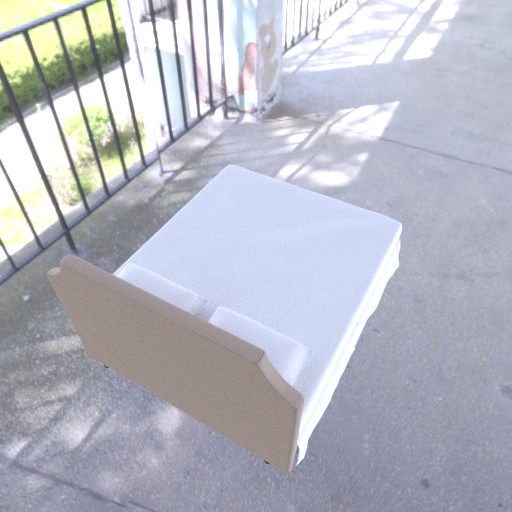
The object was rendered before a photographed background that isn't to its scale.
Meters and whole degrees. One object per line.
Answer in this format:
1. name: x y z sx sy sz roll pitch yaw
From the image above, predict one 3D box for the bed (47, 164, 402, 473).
1. bed: 0.000 0.000 4.249 2.350 1.590 2.773 23 51 20
